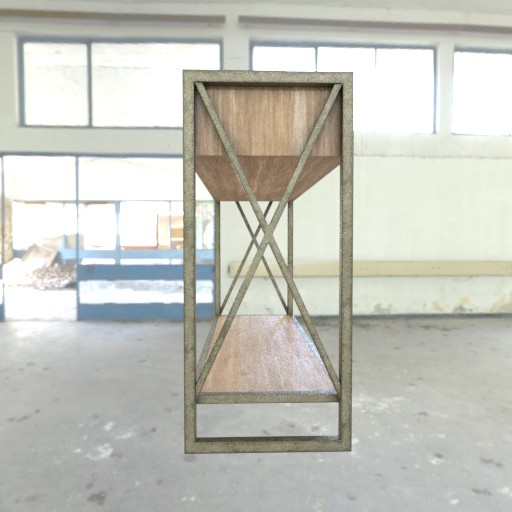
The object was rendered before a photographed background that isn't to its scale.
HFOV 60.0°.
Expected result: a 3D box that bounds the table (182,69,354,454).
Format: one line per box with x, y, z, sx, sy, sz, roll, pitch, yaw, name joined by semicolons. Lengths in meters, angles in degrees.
0.000;0.000;1.411;0.361;0.763;1.059;0;2;-2;table
